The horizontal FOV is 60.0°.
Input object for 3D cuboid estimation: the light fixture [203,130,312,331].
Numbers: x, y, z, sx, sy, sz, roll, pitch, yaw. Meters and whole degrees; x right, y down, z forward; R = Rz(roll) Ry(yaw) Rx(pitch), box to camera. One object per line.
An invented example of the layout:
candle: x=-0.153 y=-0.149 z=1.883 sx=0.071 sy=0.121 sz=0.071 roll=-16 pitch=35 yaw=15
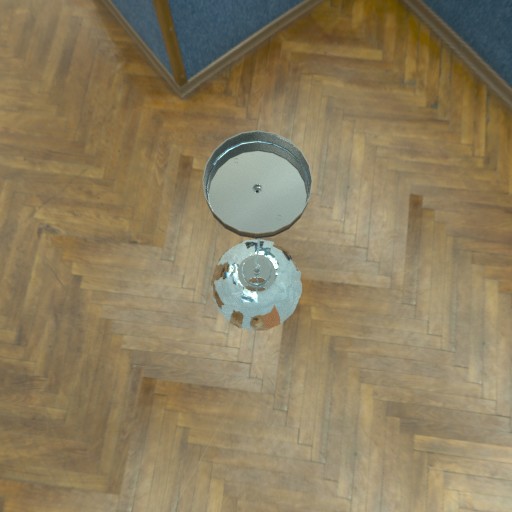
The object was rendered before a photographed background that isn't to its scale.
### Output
light fixture: x=0.000 y=0.000 z=1.753 sx=0.500 sy=1.511 sz=0.496 roll=-35 pitch=79 yaw=-8
